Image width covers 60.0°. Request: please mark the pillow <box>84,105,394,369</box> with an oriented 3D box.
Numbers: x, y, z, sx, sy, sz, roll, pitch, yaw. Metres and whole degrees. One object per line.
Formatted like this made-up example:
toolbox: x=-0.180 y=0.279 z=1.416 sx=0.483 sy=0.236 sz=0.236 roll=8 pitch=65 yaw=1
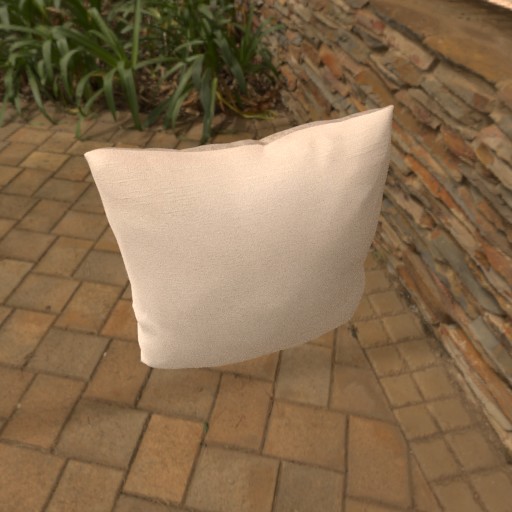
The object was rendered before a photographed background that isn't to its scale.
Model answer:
pillow: x=0.000 y=0.000 z=0.735 sx=0.450 sy=0.448 sz=0.245 roll=-12 pitch=43 yaw=-13
